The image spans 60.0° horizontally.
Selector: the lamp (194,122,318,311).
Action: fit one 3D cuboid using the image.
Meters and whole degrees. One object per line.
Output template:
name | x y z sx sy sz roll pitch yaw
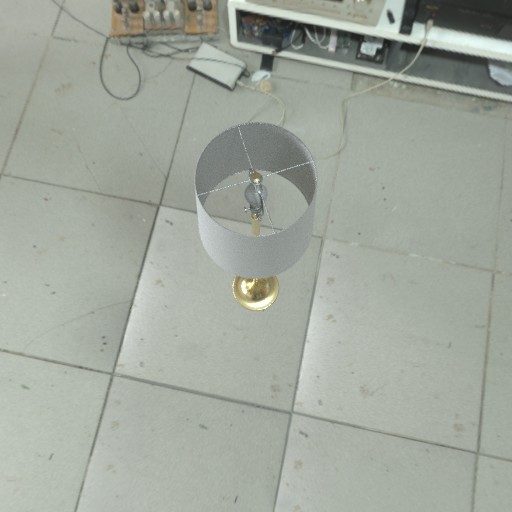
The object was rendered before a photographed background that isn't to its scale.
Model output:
lamp | 0.000 0.000 1.726 0.337 1.543 0.337 0 77 0
